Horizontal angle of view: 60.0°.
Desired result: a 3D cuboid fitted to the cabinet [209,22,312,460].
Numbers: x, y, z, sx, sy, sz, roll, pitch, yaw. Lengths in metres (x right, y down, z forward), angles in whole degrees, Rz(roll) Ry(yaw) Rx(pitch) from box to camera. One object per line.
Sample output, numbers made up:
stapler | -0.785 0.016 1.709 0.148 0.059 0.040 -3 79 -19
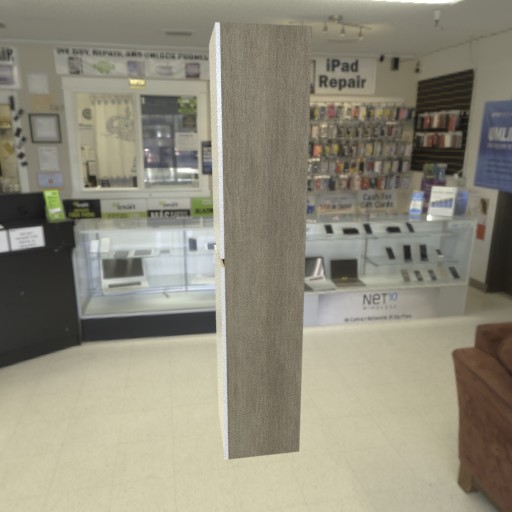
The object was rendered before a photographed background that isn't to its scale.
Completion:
cabinet | 0.000 0.000 1.543 0.270 1.400 0.300 -2 16 -9
